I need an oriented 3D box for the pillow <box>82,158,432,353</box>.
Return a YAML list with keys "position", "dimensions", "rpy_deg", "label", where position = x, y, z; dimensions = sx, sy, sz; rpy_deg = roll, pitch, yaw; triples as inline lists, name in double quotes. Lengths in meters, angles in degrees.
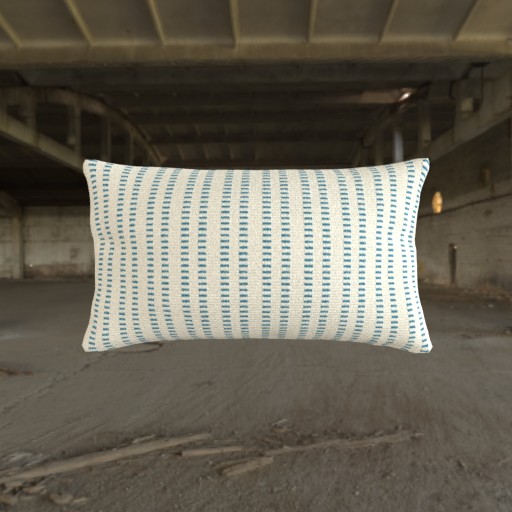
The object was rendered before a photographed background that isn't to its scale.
- position: [0.000, 0.000, 0.800]
  dimensions: [0.640, 0.353, 0.210]
  rpy_deg: [0, 0, 1]
  label: "pillow"
